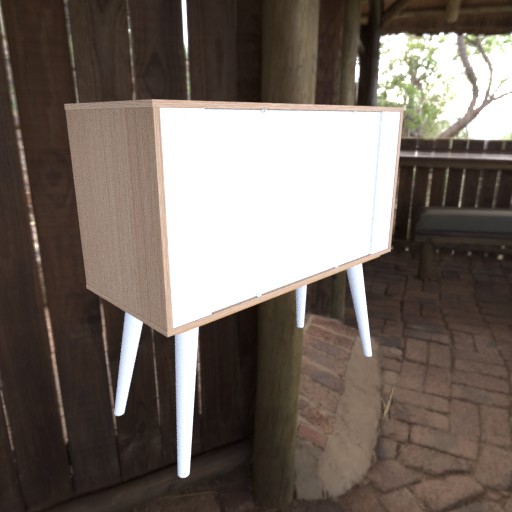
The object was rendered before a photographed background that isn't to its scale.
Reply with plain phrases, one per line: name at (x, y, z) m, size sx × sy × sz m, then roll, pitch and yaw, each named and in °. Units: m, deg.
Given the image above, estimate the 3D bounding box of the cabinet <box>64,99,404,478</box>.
cabinet at (0.000, 0.000, 1.585) m, size 1.057 × 1.016 × 0.470 m, roll -16°, pitch 23°, yaw -42°
